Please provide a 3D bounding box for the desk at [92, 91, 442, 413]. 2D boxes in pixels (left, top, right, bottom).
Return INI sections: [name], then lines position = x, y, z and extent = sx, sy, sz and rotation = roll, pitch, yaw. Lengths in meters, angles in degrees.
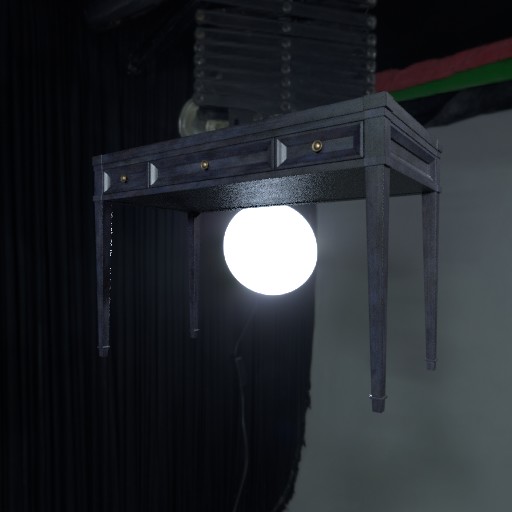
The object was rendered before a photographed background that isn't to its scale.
[desk]
position = 0.000, 0.000, 1.796
extent = 1.289, 0.861, 0.630
rotation = 0, -1, 35
